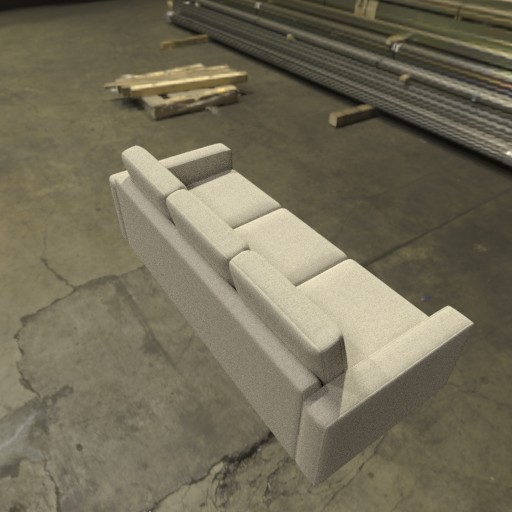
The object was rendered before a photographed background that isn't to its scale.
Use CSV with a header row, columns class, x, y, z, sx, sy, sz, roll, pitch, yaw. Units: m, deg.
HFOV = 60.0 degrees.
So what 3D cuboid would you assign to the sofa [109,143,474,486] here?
class,x,y,z,sx,sy,sz,roll,pitch,yaw
sofa,0.000,0.000,2.536,0.900,0.800,2.160,-24,46,-26
